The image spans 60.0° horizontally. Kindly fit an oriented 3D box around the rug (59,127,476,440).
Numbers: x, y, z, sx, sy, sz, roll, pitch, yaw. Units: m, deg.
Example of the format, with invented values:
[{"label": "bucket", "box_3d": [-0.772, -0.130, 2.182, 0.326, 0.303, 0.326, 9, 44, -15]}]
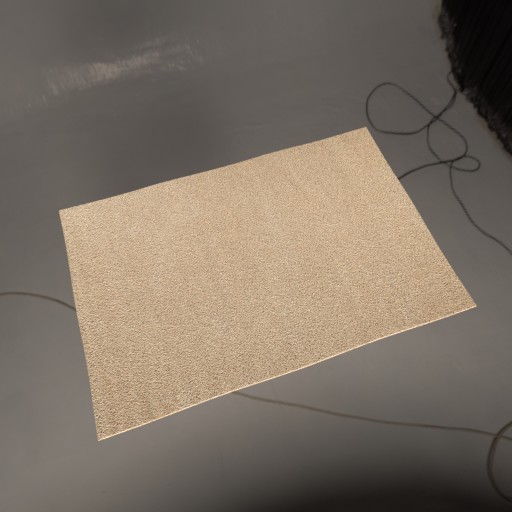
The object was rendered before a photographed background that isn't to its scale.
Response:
[{"label": "rug", "box_3d": [0.000, 0.000, 3.351, 2.699, 0.025, 1.800, -17, 64, -9]}]
